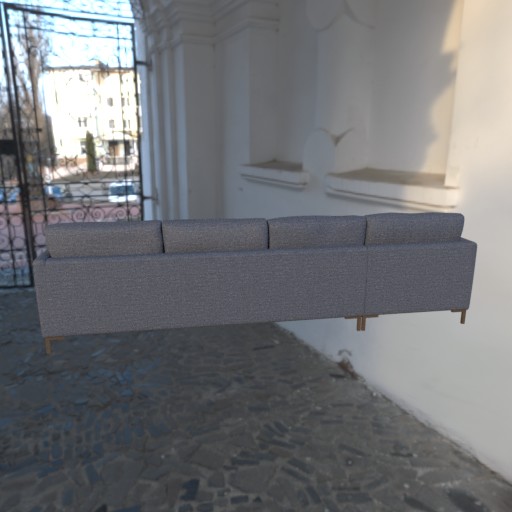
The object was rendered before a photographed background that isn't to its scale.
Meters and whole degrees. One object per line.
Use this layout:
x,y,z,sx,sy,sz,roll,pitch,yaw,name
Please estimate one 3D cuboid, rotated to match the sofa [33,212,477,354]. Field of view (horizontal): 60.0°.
0.000,0.000,2.918,2.445,0.673,1.125,-2,15,-9,sofa
